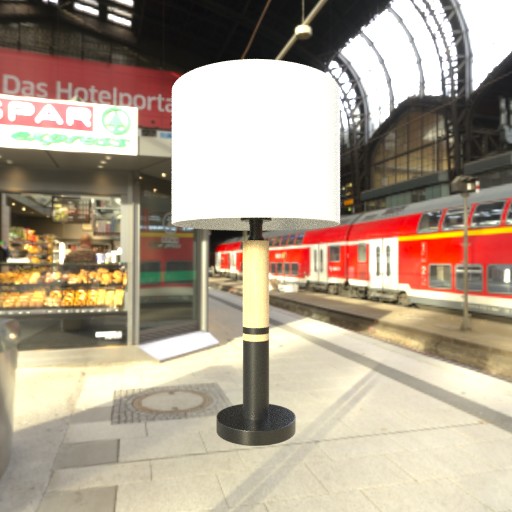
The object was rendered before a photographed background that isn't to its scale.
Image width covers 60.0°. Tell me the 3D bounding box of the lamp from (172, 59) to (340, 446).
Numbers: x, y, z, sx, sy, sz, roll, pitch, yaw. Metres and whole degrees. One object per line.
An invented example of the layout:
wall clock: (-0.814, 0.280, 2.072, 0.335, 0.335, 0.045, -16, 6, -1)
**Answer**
lamp: (0.000, 0.000, 0.818, 0.305, 0.640, 0.305, 0, 0, -17)
